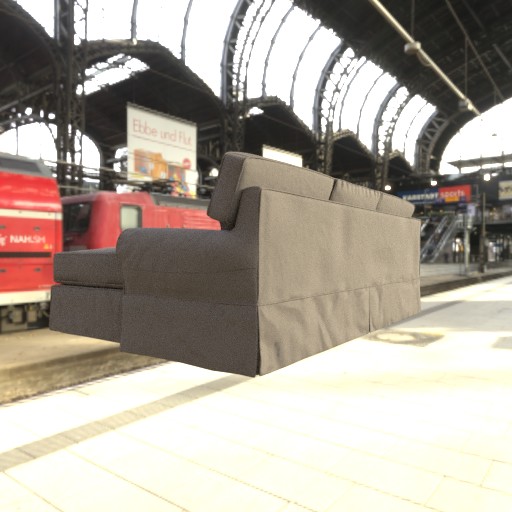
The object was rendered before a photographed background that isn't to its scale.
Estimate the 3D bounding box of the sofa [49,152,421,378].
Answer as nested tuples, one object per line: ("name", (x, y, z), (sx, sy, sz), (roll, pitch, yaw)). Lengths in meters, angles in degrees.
("sofa", (0.000, 0.000, 3.265), (1.733, 0.978, 2.475), (0, 1, 36))
